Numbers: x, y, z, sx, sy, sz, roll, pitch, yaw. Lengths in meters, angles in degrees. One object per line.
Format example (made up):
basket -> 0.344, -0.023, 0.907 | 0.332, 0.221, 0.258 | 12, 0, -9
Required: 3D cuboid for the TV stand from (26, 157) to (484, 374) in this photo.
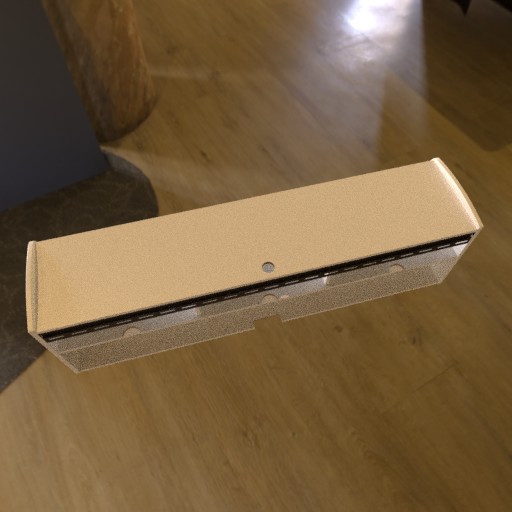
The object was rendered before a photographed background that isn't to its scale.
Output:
TV stand -> 0.000, 0.000, 1.650 | 1.473, 0.424, 0.397 | -13, 59, -8
